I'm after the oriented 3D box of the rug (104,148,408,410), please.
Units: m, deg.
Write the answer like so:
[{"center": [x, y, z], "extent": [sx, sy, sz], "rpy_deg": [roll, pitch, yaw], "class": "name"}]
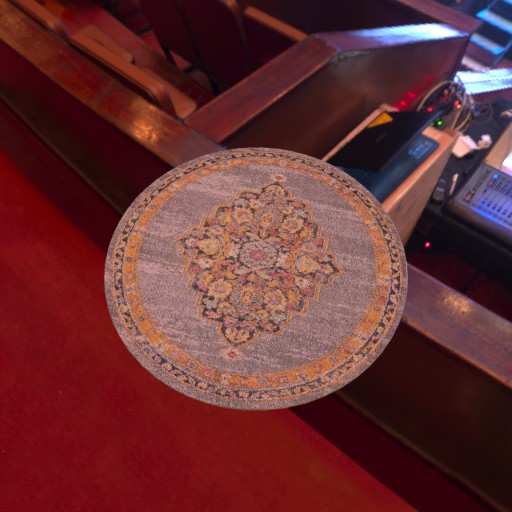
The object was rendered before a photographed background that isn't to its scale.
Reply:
[{"center": [0.000, 0.000, 3.533], "extent": [2.382, 0.014, 2.382], "rpy_deg": [0, 58, 0], "class": "rug"}]
